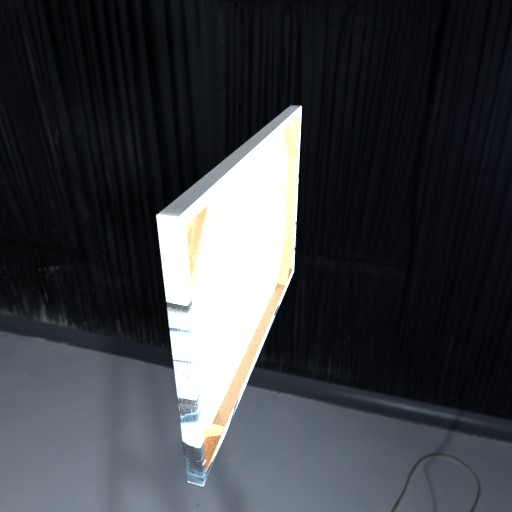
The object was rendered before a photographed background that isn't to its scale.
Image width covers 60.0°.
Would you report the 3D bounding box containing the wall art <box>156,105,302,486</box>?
[{"bbox_3d":[0.000,0.000,1.165,0.039,0.609,0.914,8,30,14],"label":"wall art"}]
